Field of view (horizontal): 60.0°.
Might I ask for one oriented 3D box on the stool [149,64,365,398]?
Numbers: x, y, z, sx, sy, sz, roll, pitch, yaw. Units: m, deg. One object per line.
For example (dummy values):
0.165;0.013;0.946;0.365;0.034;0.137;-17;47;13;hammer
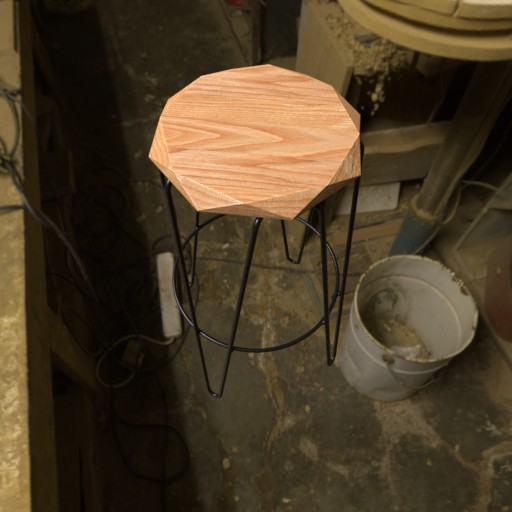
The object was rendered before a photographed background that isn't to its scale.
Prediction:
0.000;0.000;0.814;0.326;0.610;0.326;-13;59;-8;stool
